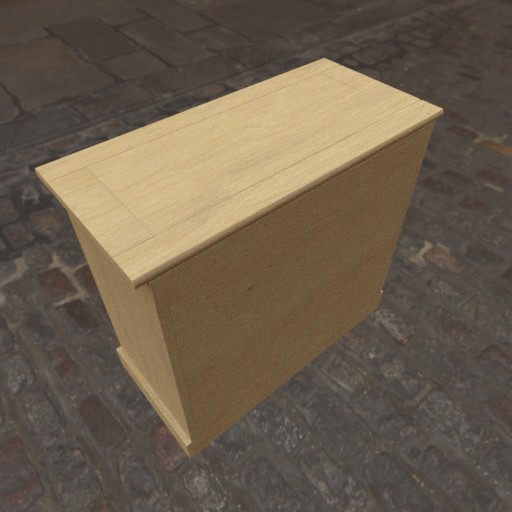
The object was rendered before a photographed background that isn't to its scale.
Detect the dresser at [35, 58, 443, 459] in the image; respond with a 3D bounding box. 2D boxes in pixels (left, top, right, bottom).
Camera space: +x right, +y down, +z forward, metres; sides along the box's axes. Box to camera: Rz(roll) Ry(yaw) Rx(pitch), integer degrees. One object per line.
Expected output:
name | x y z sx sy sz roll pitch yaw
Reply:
dresser | 0.000 0.000 1.367 0.915 0.835 0.440 -31 54 -27
